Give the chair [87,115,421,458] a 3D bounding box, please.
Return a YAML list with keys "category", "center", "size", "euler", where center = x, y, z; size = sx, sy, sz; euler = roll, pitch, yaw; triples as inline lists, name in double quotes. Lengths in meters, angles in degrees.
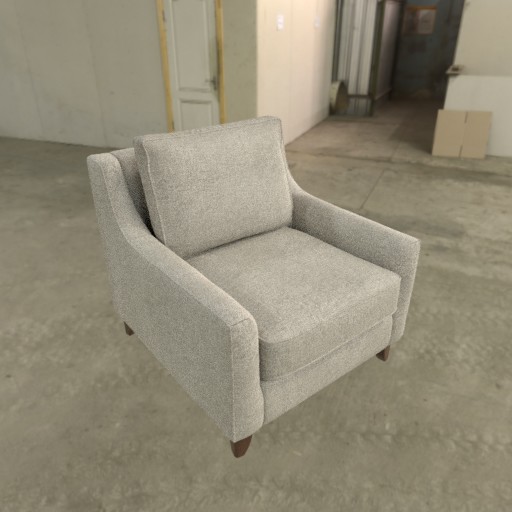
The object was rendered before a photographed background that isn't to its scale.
- category: "chair"
  center: [0.000, 0.000, 1.631]
  size: [0.838, 0.864, 0.918]
  euler: [-20, 35, -33]
